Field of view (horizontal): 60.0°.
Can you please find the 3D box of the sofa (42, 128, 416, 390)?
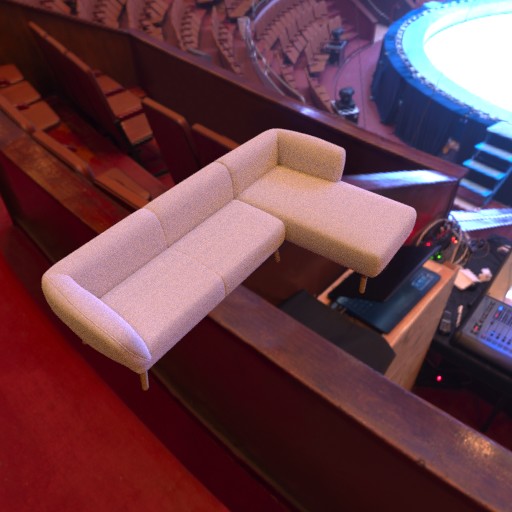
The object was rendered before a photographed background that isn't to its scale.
[{"bbox_3d":[0.000,0.000,3.357,1.610,0.730,2.660,26,48,26],"label":"sofa"}]
